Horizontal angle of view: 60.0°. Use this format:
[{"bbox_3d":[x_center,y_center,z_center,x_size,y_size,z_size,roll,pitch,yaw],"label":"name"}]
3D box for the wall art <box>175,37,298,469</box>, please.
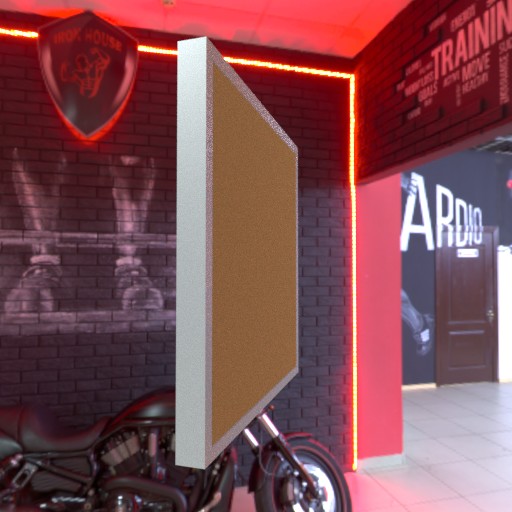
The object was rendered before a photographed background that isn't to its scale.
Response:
[{"bbox_3d":[0.000,0.000,0.764,0.038,0.506,0.506,-1,-2,18],"label":"wall art"}]
